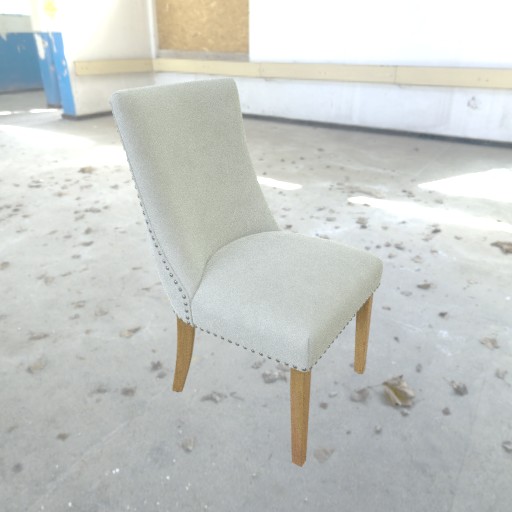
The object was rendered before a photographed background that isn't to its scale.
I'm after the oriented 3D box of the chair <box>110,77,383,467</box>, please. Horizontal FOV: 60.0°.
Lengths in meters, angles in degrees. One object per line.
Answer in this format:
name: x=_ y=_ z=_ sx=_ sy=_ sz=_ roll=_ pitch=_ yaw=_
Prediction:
chair: x=0.000 y=0.000 z=1.270 sx=0.610 sy=0.902 sz=0.495 roll=17 pitch=31 yaw=30
